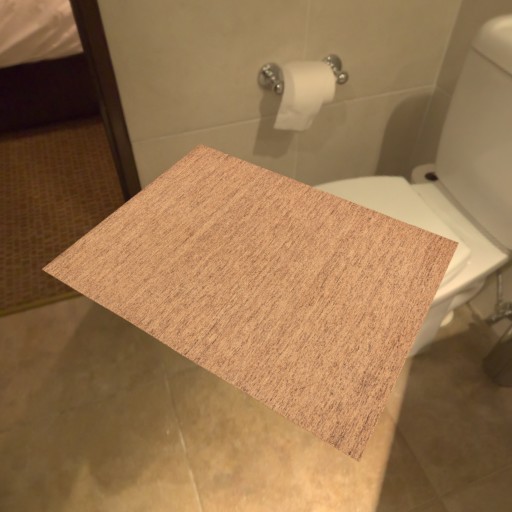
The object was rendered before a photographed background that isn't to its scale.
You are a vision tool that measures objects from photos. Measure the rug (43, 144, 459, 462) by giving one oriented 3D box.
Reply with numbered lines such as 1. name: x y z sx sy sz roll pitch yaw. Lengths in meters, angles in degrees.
1. rug: 0.000 0.000 4.271 3.205 0.013 2.448 25 52 21
